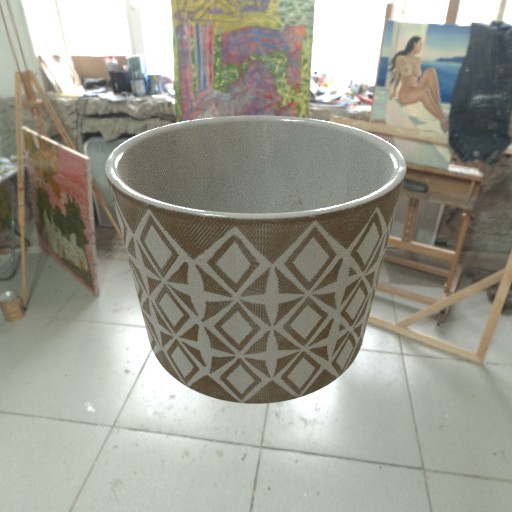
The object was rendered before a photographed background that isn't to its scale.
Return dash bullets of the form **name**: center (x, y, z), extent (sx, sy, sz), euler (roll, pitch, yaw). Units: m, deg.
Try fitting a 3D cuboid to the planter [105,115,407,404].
- **planter**: center (0.000, 0.000, 0.455), extent (0.260, 0.220, 0.260), euler (0, 32, 0)
